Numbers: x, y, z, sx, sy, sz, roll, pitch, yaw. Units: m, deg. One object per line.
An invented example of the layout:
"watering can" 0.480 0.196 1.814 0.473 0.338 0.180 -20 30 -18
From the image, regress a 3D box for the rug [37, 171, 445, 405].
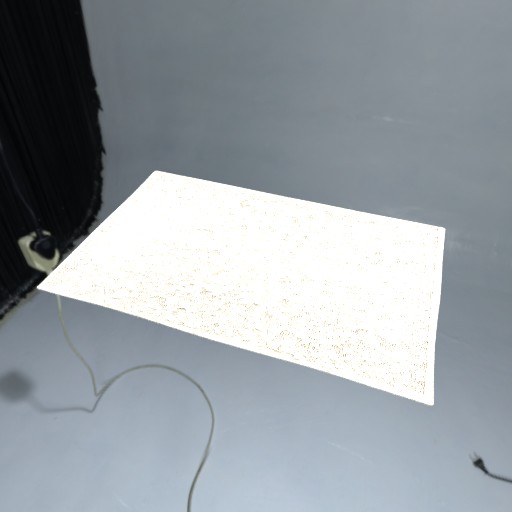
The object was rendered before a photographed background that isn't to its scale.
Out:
"rug" 0.000 0.000 3.056 2.435 0.012 1.529 13 43 15
